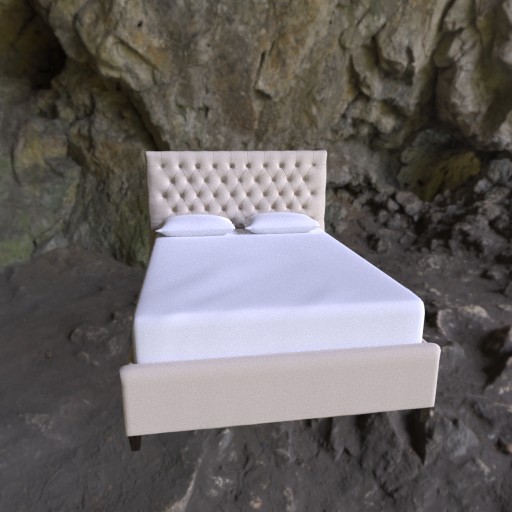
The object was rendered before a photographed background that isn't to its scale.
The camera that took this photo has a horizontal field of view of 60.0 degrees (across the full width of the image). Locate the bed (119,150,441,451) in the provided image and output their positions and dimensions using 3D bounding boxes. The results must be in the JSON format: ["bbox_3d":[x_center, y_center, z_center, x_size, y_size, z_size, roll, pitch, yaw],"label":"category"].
[{"bbox_3d":[0.000,0.000,3.236,1.696,1.426,2.233,-2,15,-8],"label":"bed"}]
